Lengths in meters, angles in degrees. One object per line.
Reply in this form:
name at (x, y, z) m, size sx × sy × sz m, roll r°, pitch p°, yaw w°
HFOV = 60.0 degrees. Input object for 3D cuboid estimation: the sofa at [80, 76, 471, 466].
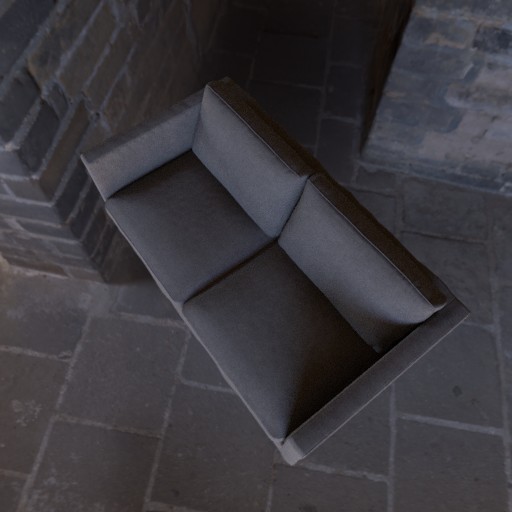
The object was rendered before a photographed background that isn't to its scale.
sofa at (0.000, 0.000, 2.315) m, size 0.974 × 0.854 × 1.802 m, roll -34°, pitch 68°, yaw -16°
